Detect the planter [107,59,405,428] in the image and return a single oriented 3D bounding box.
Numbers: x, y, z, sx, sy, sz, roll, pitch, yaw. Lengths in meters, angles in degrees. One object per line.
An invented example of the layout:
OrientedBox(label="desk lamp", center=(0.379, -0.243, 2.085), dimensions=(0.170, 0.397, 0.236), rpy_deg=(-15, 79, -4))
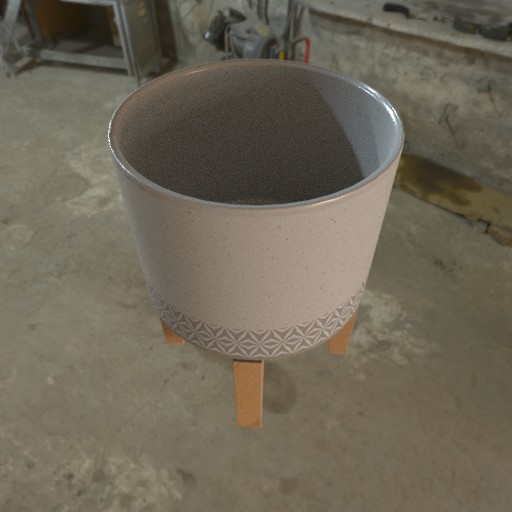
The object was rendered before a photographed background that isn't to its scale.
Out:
OrientedBox(label="planter", center=(0.000, 0.000, 0.261), dimensions=(0.130, 0.178, 0.130), rpy_deg=(0, 46, 0))
